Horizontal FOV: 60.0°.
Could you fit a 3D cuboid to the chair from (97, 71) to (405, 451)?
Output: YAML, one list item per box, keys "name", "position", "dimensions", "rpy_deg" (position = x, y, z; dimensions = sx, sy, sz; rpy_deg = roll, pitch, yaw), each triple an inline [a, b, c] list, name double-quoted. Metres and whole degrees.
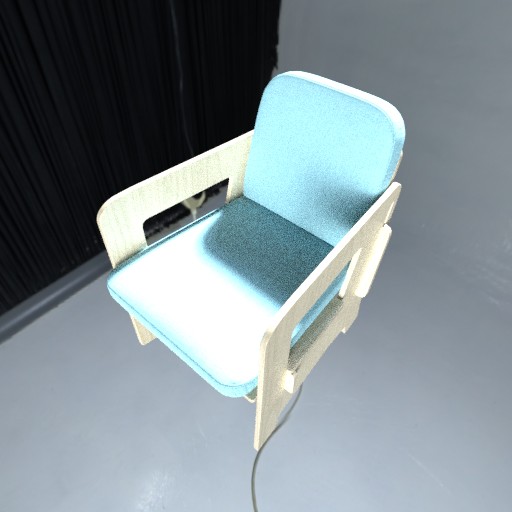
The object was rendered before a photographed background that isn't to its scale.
- name: "chair"
  position: [0.000, 0.000, 1.273]
  dimensions: [0.590, 0.800, 0.710]
  rpy_deg: [33, 54, 28]
